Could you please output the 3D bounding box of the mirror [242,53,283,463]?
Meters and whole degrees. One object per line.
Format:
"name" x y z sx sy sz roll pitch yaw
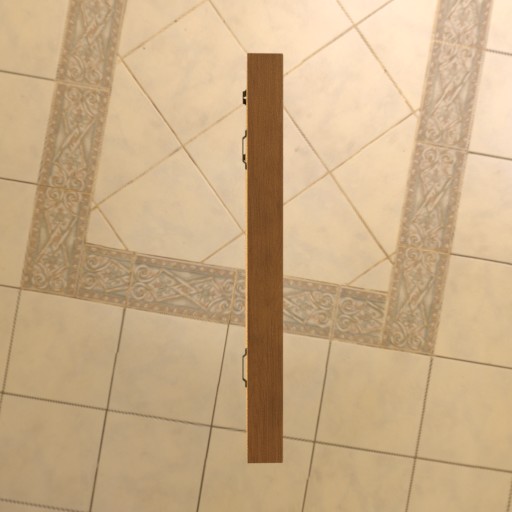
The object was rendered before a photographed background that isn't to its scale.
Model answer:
"mirror" 0.000 0.000 0.692 0.041 0.509 0.406 0 91 -2
